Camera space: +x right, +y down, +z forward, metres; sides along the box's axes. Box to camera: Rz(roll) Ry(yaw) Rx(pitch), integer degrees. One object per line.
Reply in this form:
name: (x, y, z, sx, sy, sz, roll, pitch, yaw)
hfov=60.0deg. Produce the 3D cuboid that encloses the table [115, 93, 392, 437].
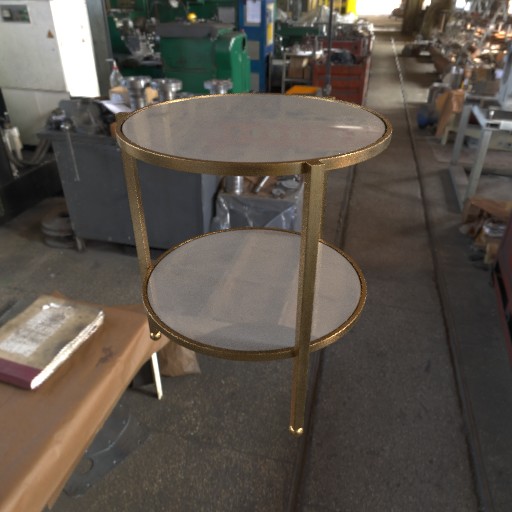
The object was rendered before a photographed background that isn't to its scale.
table: (0.000, 0.000, 0.448, 0.231, 0.269, 0.243, -10, 32, -17)
